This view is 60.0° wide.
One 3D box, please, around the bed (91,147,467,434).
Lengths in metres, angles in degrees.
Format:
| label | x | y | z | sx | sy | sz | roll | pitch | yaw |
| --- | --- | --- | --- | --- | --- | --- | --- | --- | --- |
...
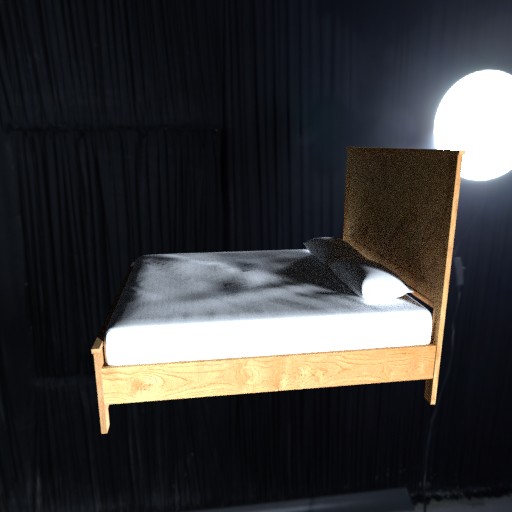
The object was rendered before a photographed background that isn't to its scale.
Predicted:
| label | x | y | z | sx | sy | sz | roll | pitch | yaw |
| --- | --- | --- | --- | --- | --- | --- | --- | --- | --- |
| bed | 0.000 | 0.000 | 3.568 | 2.201 | 1.686 | 1.936 | -2 | 14 | -8 |
